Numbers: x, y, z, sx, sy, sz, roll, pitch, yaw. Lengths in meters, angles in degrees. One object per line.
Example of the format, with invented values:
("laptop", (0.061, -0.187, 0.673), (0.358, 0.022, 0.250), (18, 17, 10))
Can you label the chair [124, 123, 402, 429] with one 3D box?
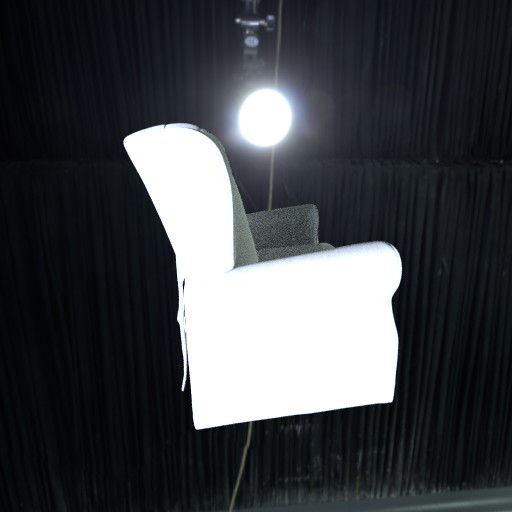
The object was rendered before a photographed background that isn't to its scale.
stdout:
("chair", (0.000, 0.000, 1.703), (0.854, 0.967, 0.906), (-3, 16, -11))
